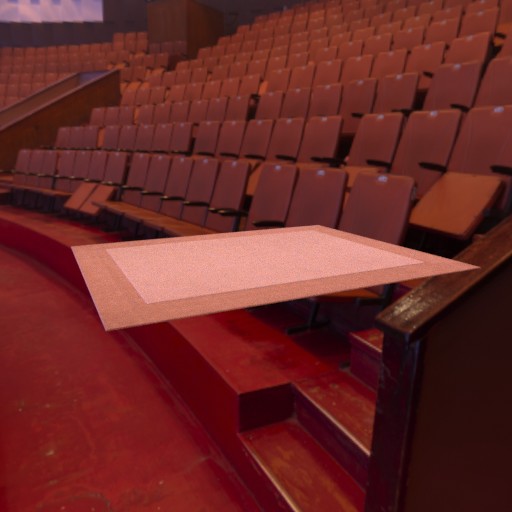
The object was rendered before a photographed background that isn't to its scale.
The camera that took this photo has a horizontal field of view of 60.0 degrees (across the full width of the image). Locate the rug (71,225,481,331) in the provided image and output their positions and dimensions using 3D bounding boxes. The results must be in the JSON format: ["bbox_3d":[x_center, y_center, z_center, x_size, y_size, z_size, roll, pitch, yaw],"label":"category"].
[{"bbox_3d":[0.000,0.000,4.162,3.048,0.014,2.438,-7,15,-26],"label":"rug"}]
